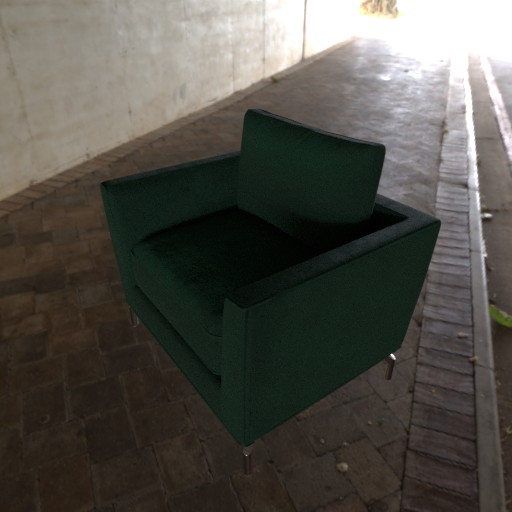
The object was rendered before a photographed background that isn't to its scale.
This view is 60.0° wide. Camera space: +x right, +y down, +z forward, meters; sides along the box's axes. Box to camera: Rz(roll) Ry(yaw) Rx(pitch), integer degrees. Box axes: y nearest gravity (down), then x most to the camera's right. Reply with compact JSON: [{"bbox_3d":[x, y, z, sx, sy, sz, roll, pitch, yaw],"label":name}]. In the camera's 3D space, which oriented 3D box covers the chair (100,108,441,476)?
[{"bbox_3d":[0.000,0.000,1.797,0.852,0.997,1.047,-21,37,-30],"label":"chair"}]
